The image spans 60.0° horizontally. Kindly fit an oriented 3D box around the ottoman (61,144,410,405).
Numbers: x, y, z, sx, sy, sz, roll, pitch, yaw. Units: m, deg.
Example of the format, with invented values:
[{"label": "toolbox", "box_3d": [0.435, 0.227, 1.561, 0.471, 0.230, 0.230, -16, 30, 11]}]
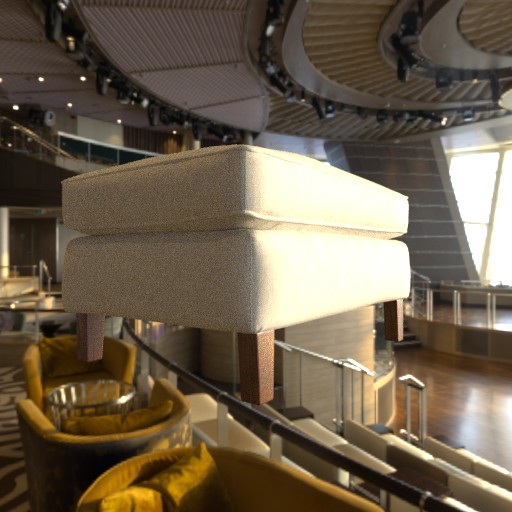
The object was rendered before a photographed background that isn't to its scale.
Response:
[{"label": "ottoman", "box_3d": [0.000, 0.000, 0.963, 0.501, 0.406, 0.665, 0, 0, 37]}]
